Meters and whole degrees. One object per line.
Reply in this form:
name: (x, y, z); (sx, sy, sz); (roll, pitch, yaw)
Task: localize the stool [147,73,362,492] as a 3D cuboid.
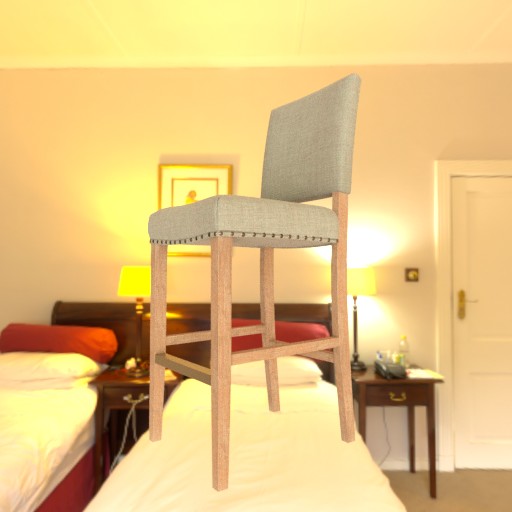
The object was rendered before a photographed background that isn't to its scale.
stool: (0.000, 0.000, 1.467); (0.585, 1.203, 0.445); (1, -2, -37)
